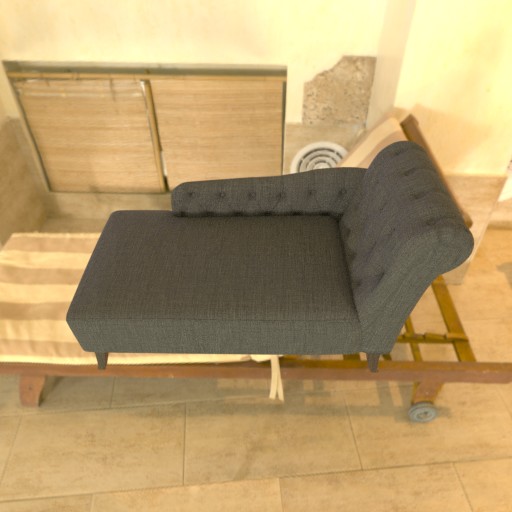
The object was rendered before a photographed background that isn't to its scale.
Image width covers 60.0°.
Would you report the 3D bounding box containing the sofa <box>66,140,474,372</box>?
[{"bbox_3d":[0.000,0.000,1.823,1.379,0.787,0.675,1,42,1],"label":"sofa"}]
